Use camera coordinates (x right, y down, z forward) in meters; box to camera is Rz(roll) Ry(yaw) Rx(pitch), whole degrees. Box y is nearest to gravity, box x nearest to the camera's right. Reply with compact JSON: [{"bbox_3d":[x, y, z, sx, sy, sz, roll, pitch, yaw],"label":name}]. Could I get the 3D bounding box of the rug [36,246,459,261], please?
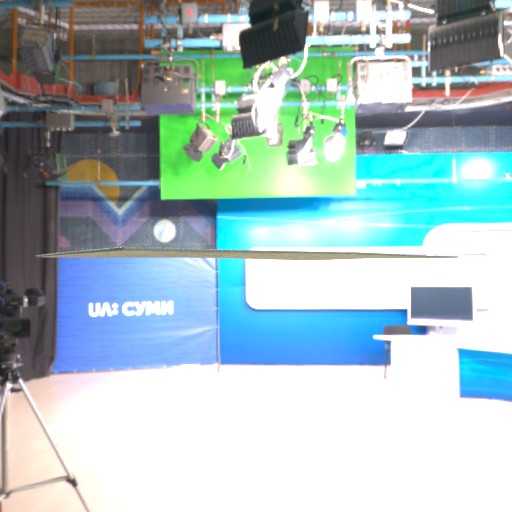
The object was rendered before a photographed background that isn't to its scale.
[{"bbox_3d":[0.000,0.000,2.284,1.853,0.022,1.174,1,-2,-37],"label":"rug"}]
